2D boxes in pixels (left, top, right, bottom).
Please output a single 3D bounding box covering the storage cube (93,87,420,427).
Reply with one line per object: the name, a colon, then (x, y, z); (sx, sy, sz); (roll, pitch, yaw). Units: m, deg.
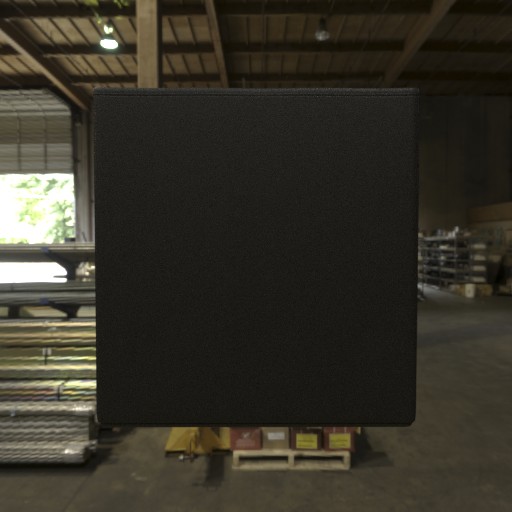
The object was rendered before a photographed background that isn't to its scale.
storage cube: (0.000, 0.000, 0.494); (0.270, 0.280, 0.270); (0, 2, 0)
